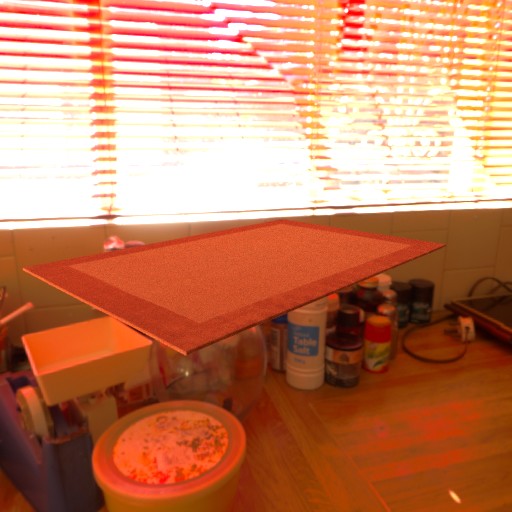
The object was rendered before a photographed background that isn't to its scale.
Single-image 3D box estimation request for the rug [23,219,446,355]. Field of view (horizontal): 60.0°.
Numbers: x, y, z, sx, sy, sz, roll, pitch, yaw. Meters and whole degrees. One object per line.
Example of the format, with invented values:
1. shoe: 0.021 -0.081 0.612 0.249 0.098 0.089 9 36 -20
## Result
1. rug: 0.000 0.000 2.262 1.219 0.014 1.829 13 20 42
